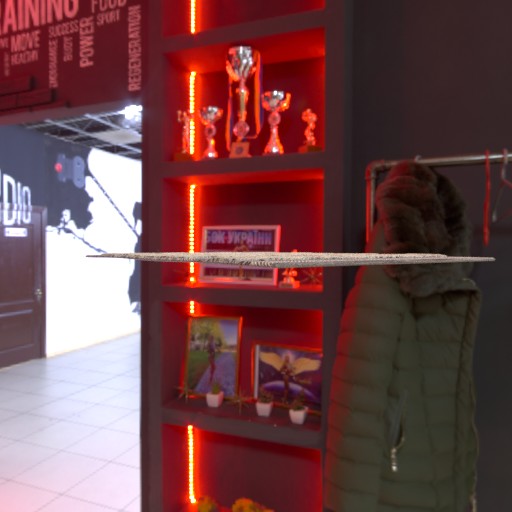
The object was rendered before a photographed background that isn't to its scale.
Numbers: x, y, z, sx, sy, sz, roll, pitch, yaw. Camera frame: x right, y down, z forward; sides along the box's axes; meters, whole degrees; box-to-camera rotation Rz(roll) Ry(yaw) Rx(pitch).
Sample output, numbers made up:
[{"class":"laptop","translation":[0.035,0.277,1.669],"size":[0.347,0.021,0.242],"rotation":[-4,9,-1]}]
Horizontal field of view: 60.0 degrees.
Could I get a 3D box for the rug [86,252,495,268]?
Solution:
[{"class":"rug","translation":[0.000,0.000,2.283],"size":[1.222,0.030,1.823],"rotation":[-1,1,-36]}]
